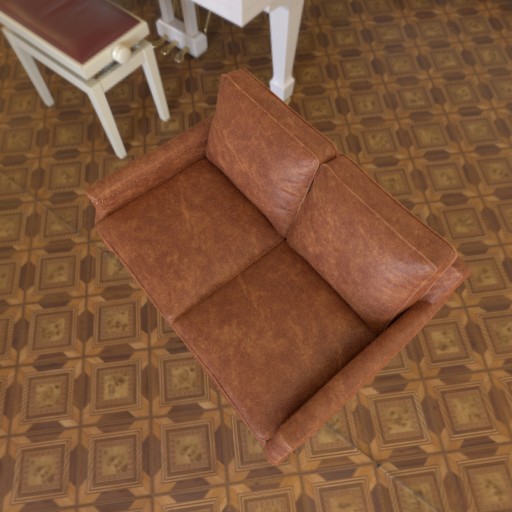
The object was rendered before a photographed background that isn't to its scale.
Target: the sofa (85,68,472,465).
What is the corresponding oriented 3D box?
[{"bbox_3d":[0.000,0.000,2.222,1.084,1.003,1.597,-36,69,-17],"label":"sofa"}]
